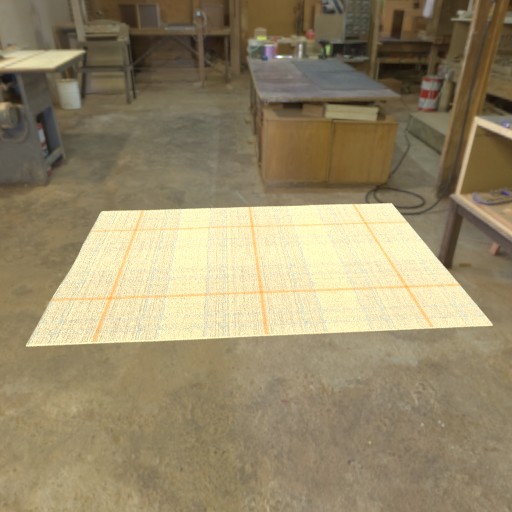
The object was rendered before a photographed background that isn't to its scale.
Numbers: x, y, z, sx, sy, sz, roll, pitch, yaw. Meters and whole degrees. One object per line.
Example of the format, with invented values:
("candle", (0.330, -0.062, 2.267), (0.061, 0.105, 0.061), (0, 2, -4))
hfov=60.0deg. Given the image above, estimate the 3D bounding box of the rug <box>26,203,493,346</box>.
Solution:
("rug", (0.000, 0.000, 2.254), (1.825, 0.015, 1.232), (-2, 30, -3))
